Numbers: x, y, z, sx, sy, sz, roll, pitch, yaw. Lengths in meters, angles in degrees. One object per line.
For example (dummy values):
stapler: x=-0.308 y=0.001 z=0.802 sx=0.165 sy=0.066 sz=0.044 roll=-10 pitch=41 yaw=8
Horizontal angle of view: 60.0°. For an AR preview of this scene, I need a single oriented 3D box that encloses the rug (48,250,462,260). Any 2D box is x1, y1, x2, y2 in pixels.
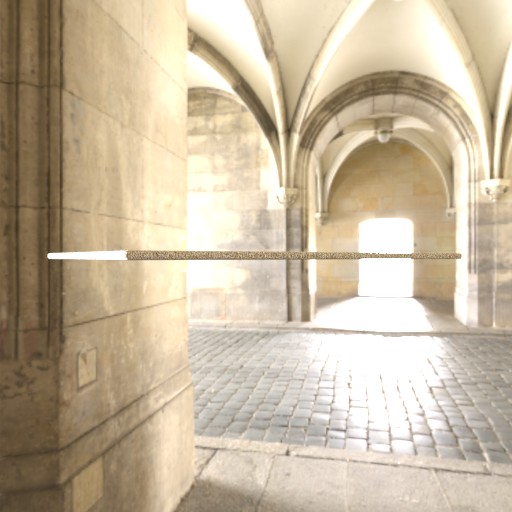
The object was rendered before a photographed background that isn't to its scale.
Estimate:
rug: x=0.000 y=0.000 z=2.296 sx=1.778 sy=0.030 sz=1.219 roll=0 pitch=0 yaw=-35
